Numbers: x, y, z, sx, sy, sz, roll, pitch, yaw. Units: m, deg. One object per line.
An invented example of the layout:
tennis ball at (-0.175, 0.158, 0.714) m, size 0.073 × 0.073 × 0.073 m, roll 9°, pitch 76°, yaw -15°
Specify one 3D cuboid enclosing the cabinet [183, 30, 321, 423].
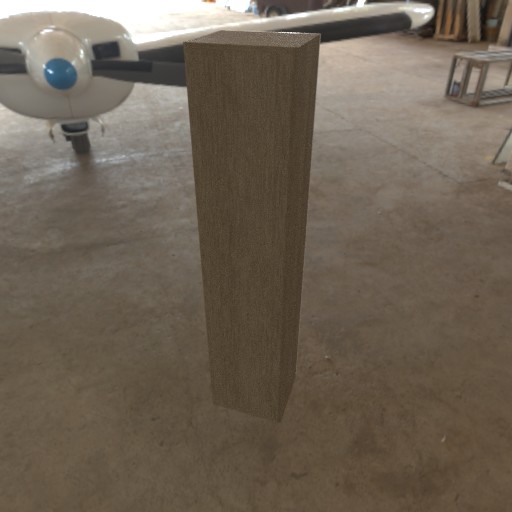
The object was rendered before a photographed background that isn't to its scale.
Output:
cabinet at (0.000, 0.000, 1.572) m, size 0.300 × 1.400 × 0.270 m, roll 10°, pitch 34°, yaw 15°
